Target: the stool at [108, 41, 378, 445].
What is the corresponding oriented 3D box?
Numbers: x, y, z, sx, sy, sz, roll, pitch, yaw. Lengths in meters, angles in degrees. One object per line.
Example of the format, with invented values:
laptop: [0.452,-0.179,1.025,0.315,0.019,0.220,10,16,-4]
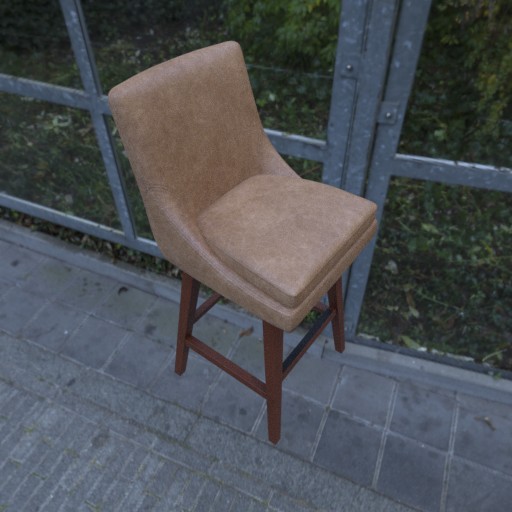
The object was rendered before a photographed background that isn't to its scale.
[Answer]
stool: [0.000,0.000,1.383,0.572,1.079,0.487,27,49,26]
